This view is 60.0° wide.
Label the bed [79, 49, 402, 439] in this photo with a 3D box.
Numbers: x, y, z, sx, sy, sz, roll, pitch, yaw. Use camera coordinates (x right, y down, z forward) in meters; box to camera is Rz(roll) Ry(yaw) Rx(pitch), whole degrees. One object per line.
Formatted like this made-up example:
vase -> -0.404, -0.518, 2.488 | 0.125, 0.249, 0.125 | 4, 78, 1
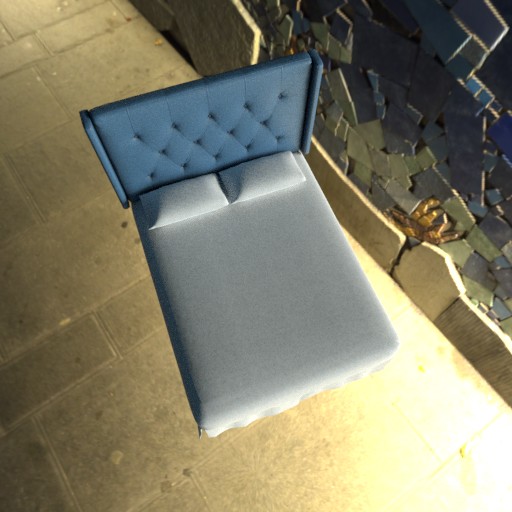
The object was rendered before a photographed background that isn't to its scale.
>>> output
bed -> 0.000, 0.000, 3.351 | 1.719, 1.665, 2.078 | -19, 65, -9
